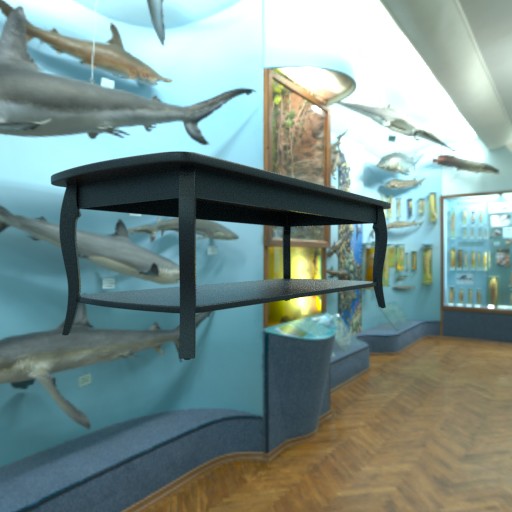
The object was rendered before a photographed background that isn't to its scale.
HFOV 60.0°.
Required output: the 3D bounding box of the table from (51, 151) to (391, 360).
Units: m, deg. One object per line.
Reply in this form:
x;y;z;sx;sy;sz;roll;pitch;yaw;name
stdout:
0.000;0.000;1.611;0.571;0.457;1.333;0;0;37;table
